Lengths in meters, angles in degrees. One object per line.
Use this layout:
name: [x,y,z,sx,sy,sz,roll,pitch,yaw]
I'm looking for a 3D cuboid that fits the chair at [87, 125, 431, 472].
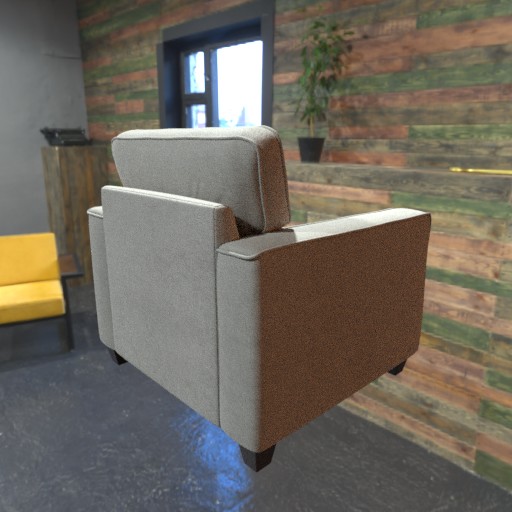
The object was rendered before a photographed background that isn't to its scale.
chair: [0.000,0.000,1.753,0.939,0.965,1.015,-13,20,-41]
